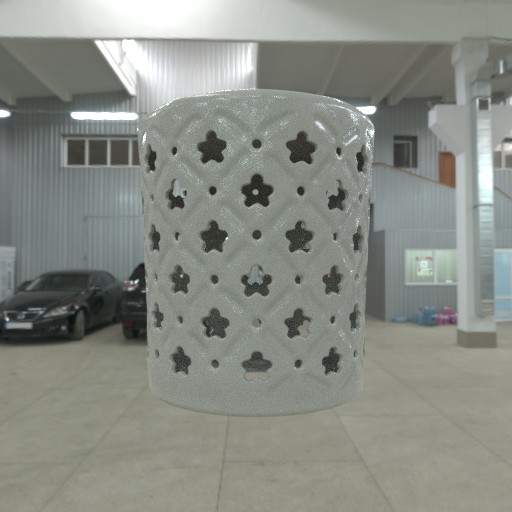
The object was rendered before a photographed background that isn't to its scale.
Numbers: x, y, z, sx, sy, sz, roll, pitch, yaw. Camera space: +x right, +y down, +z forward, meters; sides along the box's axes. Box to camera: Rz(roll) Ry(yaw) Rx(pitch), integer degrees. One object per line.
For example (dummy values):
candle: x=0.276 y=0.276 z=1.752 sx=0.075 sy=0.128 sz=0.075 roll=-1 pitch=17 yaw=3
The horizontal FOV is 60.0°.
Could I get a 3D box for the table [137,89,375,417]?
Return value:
table: x=0.000 y=0.000 z=0.677 sx=0.352 sy=0.387 sz=0.352 roll=0 pitch=-1 yaw=0
